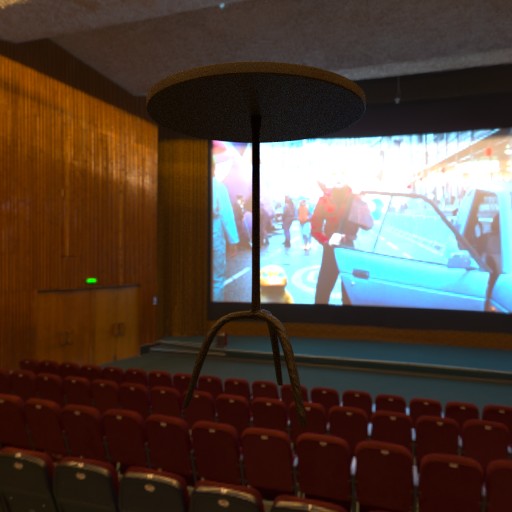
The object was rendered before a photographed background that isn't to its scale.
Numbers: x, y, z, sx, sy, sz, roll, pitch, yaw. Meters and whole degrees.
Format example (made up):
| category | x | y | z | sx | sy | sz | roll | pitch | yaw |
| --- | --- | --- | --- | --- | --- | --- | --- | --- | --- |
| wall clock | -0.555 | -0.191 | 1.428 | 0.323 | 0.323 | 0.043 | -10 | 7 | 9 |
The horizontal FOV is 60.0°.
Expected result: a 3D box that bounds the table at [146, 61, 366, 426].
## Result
| category | x | y | z | sx | sy | sz | roll | pitch | yaw |
| --- | --- | --- | --- | --- | --- | --- | --- | --- | --- |
| table | 0.000 | 0.000 | 1.047 | 0.502 | 0.700 | 0.502 | 0 | 0 | 17 |
